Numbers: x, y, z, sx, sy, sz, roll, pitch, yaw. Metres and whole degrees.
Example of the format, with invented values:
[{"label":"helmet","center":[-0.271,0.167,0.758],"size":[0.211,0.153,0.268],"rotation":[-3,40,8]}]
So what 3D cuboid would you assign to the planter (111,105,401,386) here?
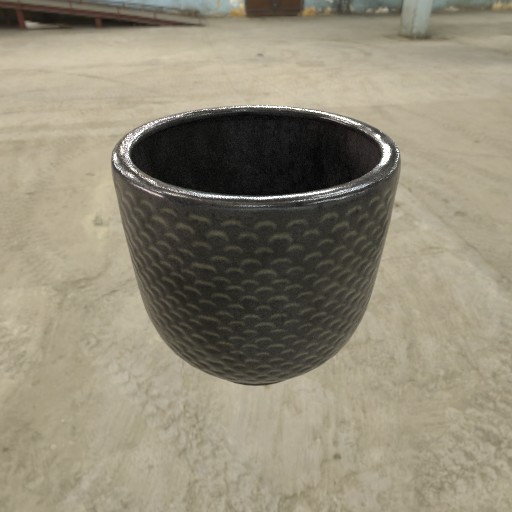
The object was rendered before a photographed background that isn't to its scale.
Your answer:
[{"label":"planter","center":[0.000,0.000,0.359],"size":[0.197,0.191,0.197],"rotation":[0,33,0]}]
